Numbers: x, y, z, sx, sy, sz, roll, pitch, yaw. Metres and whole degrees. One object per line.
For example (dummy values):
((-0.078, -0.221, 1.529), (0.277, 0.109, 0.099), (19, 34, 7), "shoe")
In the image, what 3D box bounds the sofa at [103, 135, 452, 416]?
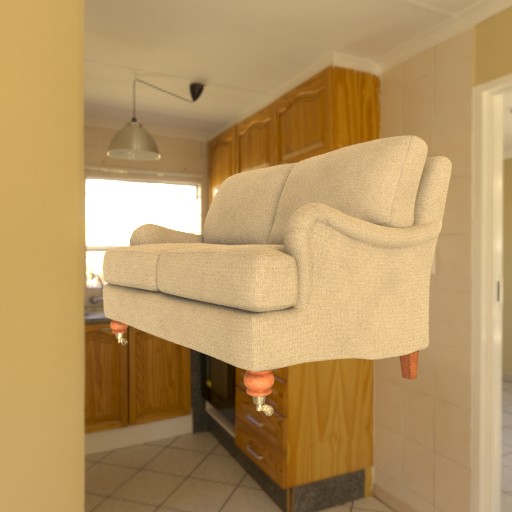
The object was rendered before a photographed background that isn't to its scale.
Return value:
((0.000, 0.000, 2.168), (1.087, 0.999, 1.480), (-1, 1, -36), "sofa")
